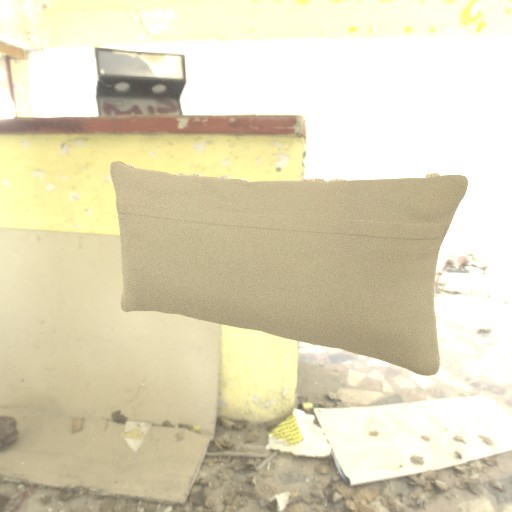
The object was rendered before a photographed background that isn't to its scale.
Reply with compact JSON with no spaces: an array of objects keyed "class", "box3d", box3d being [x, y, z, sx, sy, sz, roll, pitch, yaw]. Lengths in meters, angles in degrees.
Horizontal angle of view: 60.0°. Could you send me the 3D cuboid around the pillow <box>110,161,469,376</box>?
[{"class":"pillow","box3d":[0.000,0.000,0.730,0.608,0.295,0.161,7,16,27]}]
